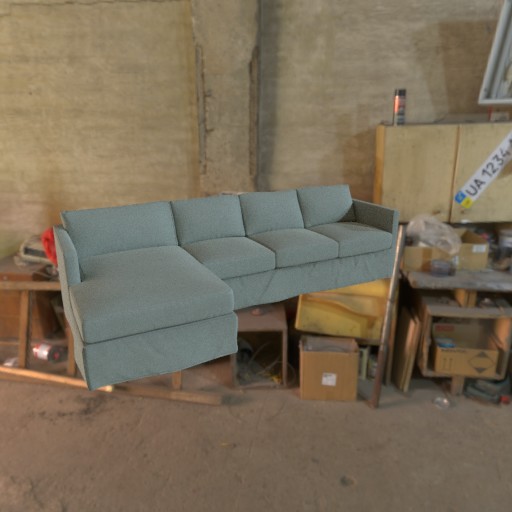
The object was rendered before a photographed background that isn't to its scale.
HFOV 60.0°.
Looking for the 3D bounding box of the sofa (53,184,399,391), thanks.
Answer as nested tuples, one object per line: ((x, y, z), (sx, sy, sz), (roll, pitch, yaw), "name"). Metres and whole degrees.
((0.000, 0.000, 3.946), (3.205, 0.922, 1.650), (-9, 20, -26), "sofa")
